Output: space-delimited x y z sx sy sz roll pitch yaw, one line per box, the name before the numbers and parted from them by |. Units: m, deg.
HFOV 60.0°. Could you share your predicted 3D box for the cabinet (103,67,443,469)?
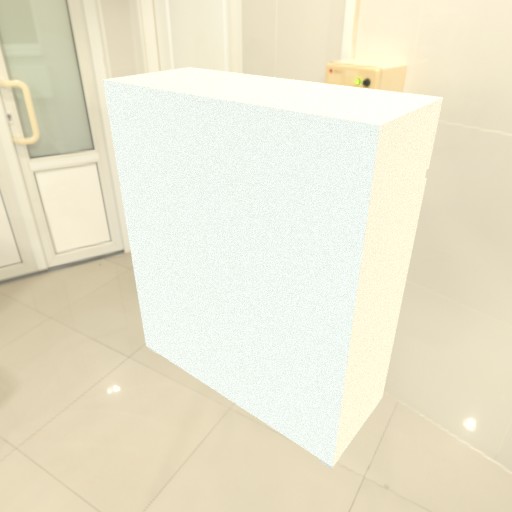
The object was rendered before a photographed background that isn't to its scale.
cabinet | 0.000 0.000 1.653 1.000 1.190 0.400 22 37 33
